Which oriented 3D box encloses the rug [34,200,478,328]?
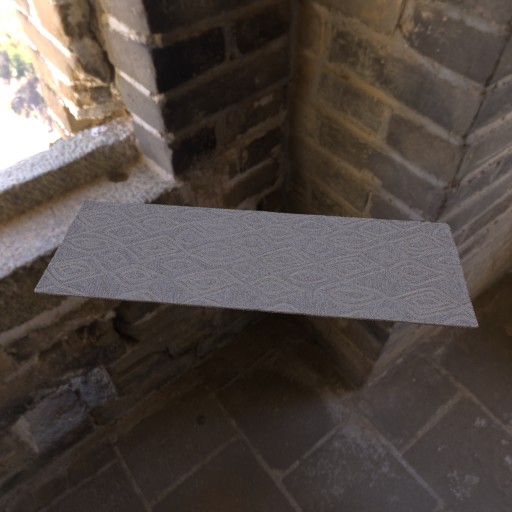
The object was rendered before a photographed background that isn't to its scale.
[{"bbox_3d":[0.000,0.000,2.673,2.436,0.013,0.807,4,48,4],"label":"rug"}]
